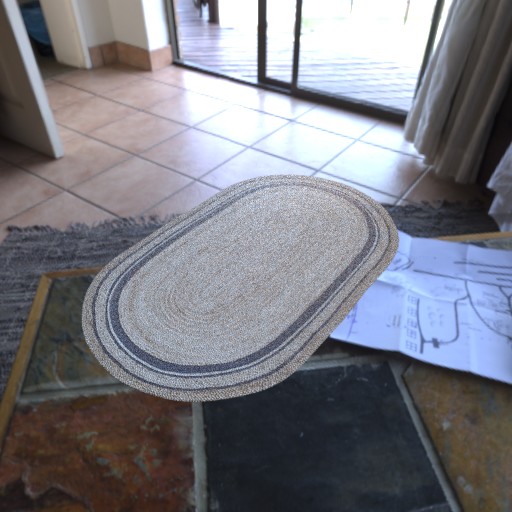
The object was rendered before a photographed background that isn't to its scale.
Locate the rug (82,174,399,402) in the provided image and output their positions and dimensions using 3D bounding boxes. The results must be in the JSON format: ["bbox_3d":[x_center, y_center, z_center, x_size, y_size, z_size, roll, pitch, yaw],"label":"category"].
[{"bbox_3d":[0.000,0.000,3.022,1.520,0.006,2.432,26,46,28],"label":"rug"}]
